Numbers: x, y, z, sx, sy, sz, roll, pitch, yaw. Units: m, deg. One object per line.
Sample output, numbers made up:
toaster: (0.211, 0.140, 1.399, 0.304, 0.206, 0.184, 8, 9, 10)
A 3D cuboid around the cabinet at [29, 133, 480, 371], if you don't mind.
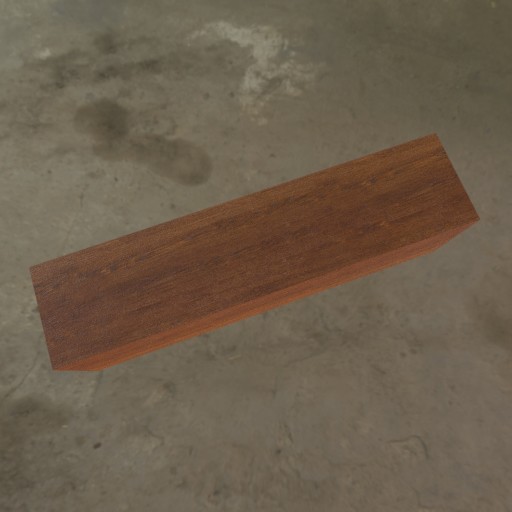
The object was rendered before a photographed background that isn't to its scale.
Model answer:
cabinet: (0.000, 0.000, 1.856, 1.600, 0.510, 0.419, -19, 76, -5)
